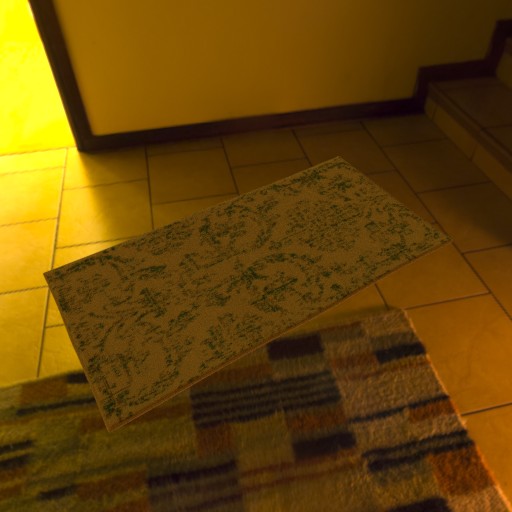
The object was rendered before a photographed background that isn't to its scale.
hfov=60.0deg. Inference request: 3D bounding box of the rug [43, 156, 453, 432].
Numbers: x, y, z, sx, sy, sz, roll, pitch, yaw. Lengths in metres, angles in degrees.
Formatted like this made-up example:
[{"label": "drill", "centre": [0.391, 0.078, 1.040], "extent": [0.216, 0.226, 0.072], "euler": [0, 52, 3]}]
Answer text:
[{"label": "rug", "centre": [0.000, 0.000, 1.457], "extent": [1.220, 0.007, 0.605], "euler": [-25, 51, -22]}]
